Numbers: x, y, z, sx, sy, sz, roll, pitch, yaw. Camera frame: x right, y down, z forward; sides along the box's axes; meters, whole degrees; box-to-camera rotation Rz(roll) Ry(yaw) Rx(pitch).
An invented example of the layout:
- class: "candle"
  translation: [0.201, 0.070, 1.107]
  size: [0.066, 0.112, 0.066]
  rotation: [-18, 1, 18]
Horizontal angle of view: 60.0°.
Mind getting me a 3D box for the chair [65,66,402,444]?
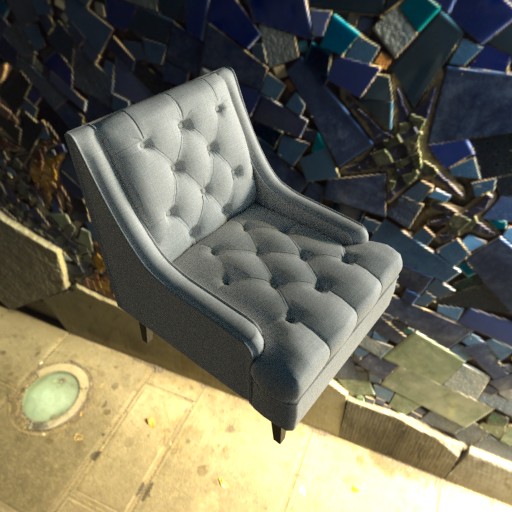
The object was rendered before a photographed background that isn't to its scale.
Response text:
- class: "chair"
  translation: [0.000, 0.000, 1.433]
  size: [0.772, 0.891, 0.658]
  rotation: [28, 49, 28]
